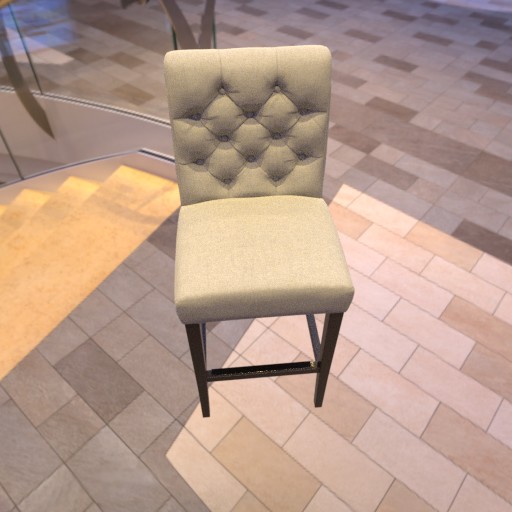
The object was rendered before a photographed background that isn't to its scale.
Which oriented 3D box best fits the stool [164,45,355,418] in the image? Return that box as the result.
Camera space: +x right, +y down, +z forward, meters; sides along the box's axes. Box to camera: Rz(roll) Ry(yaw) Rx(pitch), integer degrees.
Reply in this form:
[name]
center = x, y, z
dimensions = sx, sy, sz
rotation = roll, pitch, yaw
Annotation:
[stool]
center = 0.000, 0.000, 1.465
dimensions = 0.493, 1.140, 0.601
rotation = -4, 47, -4
